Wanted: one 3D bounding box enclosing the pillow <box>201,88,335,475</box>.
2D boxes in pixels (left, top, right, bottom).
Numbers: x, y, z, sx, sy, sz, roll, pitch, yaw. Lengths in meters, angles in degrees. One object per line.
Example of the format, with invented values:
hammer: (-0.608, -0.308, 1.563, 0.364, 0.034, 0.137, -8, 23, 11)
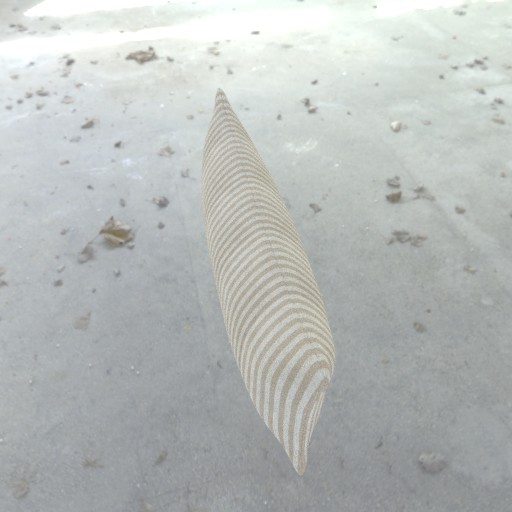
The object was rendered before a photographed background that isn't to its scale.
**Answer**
pillow: (0.000, 0.000, 0.741, 0.151, 0.295, 0.617, -10, 48, -9)
